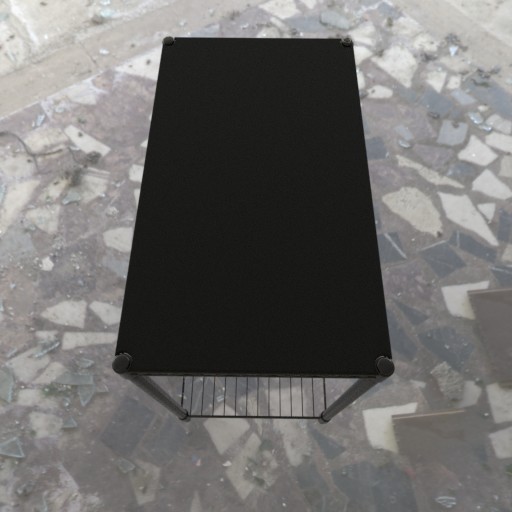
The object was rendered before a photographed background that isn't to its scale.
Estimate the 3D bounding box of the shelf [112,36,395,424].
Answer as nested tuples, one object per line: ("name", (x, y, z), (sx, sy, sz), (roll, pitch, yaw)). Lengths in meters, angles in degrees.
("shelf", (0.000, 0.000, 0.902), (0.338, 0.564, 0.589), (1, 64, 0))
